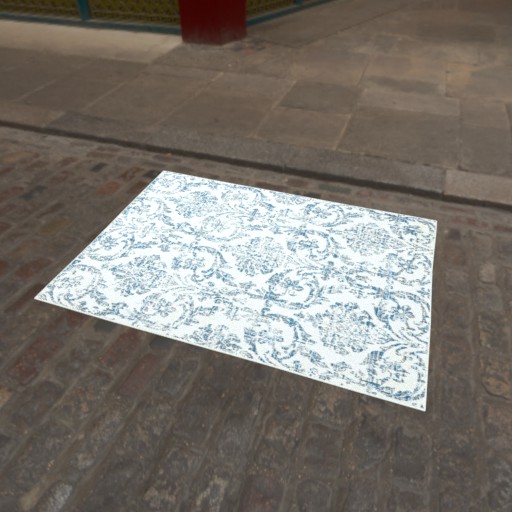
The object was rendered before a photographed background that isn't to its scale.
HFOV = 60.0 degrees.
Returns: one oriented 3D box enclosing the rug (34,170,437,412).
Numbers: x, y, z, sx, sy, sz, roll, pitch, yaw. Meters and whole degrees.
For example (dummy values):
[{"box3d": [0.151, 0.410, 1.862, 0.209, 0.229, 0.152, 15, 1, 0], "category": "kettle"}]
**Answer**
[{"box3d": [0.000, 0.000, 2.880, 2.197, 0.014, 1.586, 13, 42, 14], "category": "rug"}]
